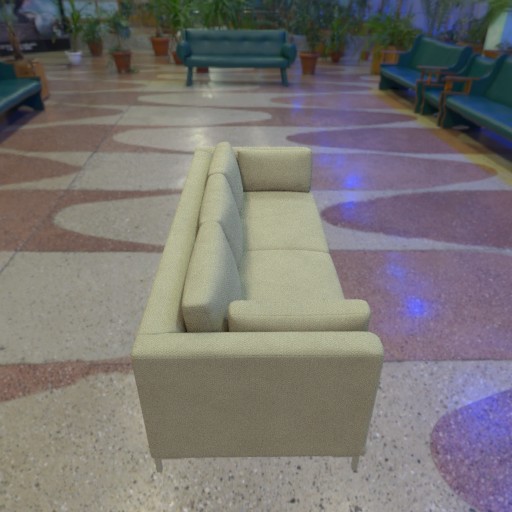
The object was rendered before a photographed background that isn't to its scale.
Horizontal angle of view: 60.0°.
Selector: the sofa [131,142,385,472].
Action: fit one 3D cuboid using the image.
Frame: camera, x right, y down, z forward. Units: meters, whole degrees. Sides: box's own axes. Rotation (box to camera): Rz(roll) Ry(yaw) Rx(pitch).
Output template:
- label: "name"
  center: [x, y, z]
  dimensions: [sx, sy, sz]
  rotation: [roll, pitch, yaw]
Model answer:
- label: "sofa"
  center: [0.000, 0.000, 2.834]
  dimensions: [0.969, 0.867, 2.415]
  rotation: [0, 32, -1]
